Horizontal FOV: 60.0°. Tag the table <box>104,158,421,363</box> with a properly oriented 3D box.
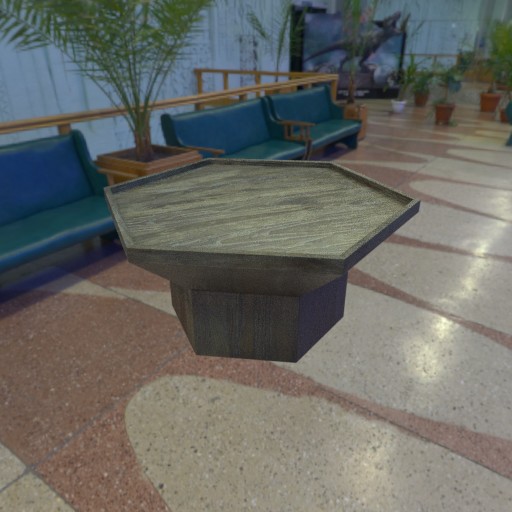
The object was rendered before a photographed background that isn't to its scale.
[{"bbox_3d":[0.000,0.000,1.655,0.966,0.488,1.115,18,32,33],"label":"table"}]
